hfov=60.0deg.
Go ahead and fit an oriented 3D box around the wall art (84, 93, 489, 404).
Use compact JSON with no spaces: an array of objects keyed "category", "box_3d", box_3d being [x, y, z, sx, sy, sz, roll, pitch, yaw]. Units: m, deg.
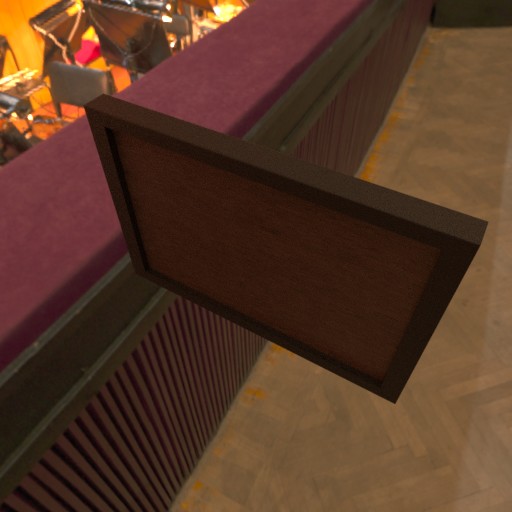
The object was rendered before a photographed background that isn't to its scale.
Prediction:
[{"category":"wall art","box_3d":[0.000,0.000,0.842,0.671,0.456,0.051,23,52,20]}]
